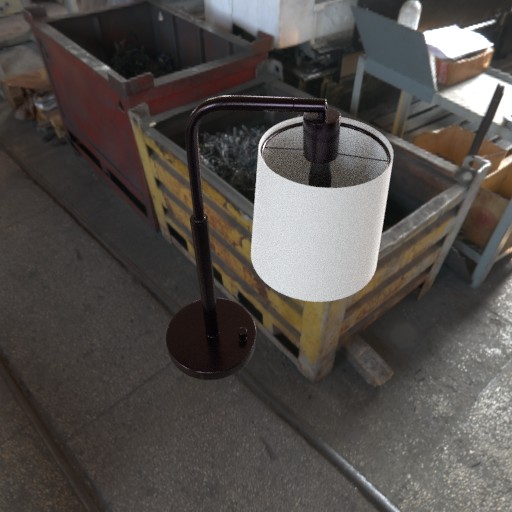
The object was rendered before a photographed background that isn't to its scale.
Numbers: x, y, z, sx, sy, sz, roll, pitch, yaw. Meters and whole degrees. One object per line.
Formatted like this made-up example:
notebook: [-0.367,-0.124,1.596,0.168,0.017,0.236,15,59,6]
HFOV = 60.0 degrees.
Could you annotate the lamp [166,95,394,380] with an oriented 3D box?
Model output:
lamp: [0.000,0.000,0.638,0.333,0.489,0.171,9,46,9]
